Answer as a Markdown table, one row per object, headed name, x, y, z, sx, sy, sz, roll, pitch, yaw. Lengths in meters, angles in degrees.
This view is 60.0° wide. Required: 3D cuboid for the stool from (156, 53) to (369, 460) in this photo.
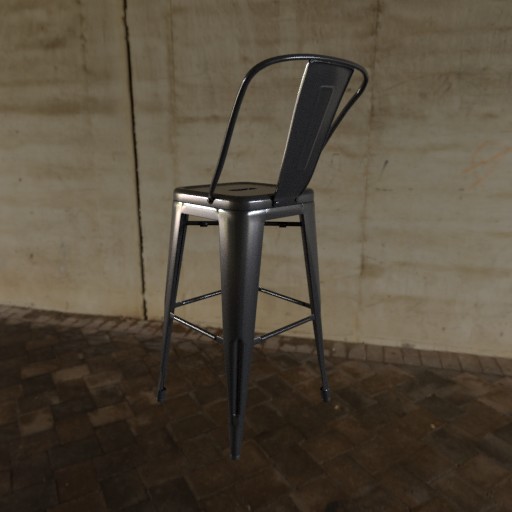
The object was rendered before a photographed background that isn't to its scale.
| name | x | y | z | sx | sy | sz | roll | pitch | yaw |
| --- | --- | --- | --- | --- | --- | --- | --- | --- | --- |
| stool | 0.000 | 0.000 | 1.303 | 0.432 | 1.022 | 0.528 | -14 | 20 | -42 |
